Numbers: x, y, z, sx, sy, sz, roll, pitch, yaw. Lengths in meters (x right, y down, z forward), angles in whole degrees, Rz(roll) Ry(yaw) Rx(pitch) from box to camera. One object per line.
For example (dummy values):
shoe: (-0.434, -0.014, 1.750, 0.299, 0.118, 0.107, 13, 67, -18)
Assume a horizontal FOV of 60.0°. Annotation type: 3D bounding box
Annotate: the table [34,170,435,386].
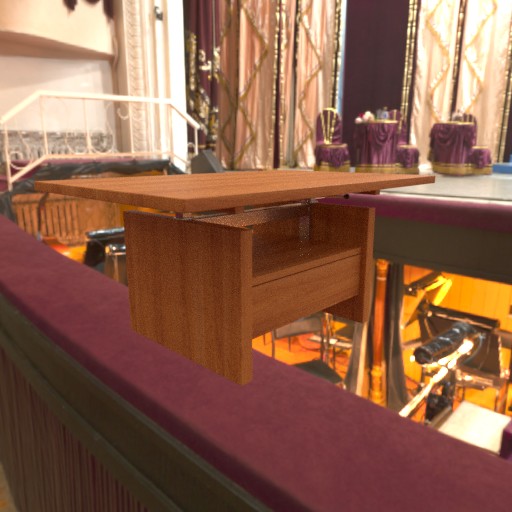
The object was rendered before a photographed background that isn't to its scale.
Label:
table: (0.000, 0.000, 1.471, 0.700, 0.510, 1.100, 12, 18, 42)
